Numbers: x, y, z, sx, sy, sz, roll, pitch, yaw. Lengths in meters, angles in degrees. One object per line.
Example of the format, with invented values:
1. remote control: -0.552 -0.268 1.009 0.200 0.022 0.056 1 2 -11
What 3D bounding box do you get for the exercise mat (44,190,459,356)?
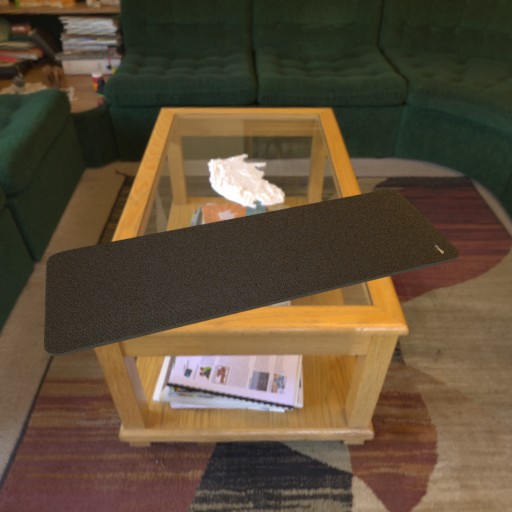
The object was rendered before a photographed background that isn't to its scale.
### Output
1. exercise mat: 0.000 0.000 2.083 1.869 0.021 0.616 -12 42 -14
